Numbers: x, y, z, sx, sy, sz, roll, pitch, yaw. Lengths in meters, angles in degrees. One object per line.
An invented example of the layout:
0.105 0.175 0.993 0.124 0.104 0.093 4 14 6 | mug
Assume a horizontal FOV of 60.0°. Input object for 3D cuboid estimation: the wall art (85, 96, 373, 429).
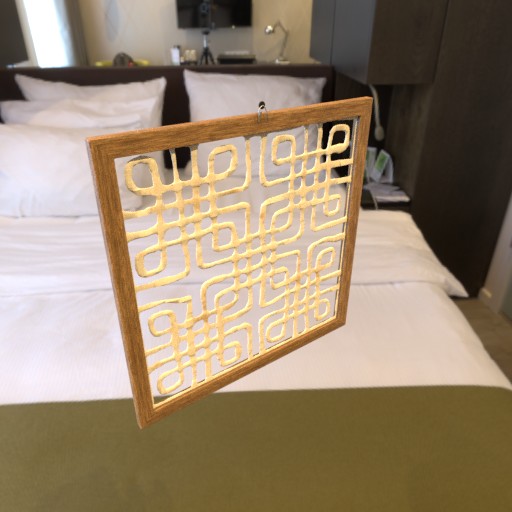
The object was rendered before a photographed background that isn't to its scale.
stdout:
0.000 0.000 0.868 0.561 0.582 0.021 -19 34 -31 | wall art
